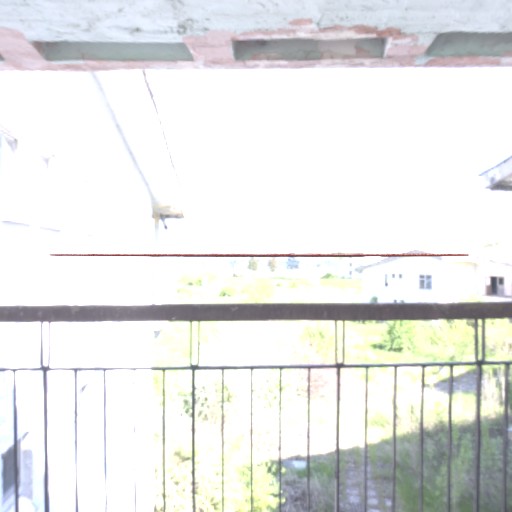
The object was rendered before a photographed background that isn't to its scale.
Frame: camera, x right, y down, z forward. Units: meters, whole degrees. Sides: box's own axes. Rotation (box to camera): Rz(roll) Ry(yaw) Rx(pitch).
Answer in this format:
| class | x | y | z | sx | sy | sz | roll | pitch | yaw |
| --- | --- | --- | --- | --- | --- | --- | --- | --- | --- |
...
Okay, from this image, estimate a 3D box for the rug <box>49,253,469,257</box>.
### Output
| class | x | y | z | sx | sy | sz | roll | pitch | yaw |
| --- | --- | --- | --- | --- | --- | --- | --- | --- | --- |
| rug | 0.000 | 0.000 | 4.086 | 2.441 | 0.016 | 3.050 | 0 | 0 | -1 |
